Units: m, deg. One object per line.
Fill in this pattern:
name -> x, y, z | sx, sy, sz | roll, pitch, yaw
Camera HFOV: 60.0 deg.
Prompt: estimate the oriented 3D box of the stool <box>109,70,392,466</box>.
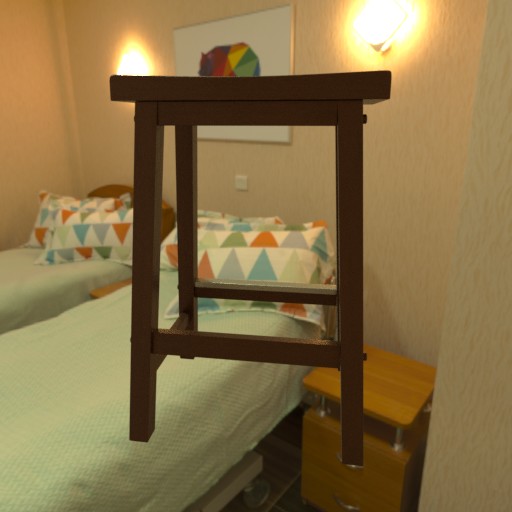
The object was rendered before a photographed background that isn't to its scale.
stool -> 0.000, 0.000, 0.820 | 0.406, 0.610, 0.322 | 3, 17, 8
